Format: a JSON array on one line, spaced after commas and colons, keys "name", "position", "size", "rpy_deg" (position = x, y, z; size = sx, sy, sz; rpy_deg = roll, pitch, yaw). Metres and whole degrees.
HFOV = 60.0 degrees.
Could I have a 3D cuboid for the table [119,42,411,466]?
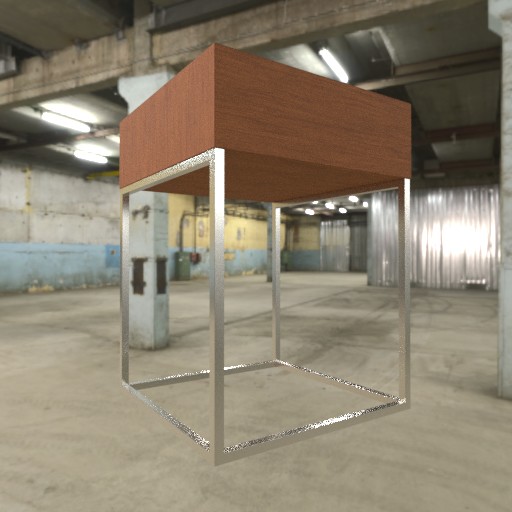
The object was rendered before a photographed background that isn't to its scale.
[{"name": "table", "position": [0.000, 0.000, 0.839], "size": [0.397, 0.540, 0.398], "rpy_deg": [0, -1, -34]}]
